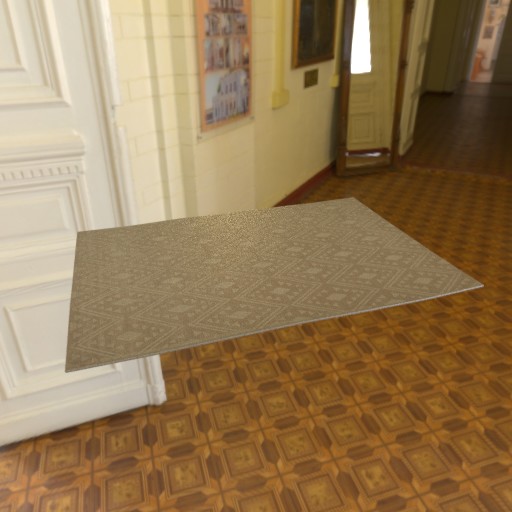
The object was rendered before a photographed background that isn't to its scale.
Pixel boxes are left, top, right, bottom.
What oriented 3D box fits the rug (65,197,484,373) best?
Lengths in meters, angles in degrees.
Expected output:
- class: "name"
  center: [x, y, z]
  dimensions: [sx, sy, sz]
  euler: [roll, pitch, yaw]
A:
- class: "rug"
  center: [0.000, 0.000, 2.346]
  dimensions: [1.829, 0.034, 1.252]
  euler: [-8, 29, -16]
